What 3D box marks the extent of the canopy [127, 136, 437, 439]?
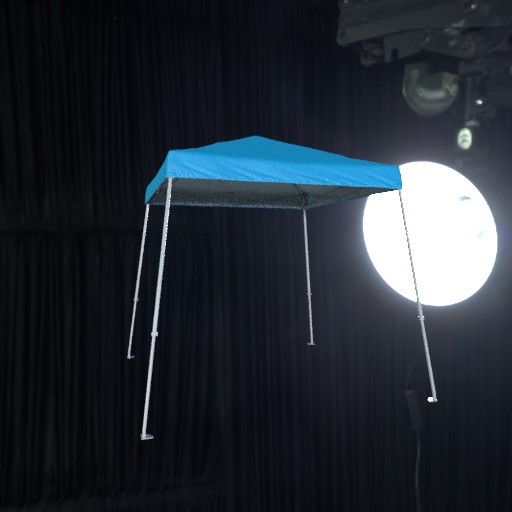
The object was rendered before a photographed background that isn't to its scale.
[{"bbox_3d":[0.000,0.000,5.278,2.848,2.849,2.849,0,1,-18],"label":"canopy"}]
